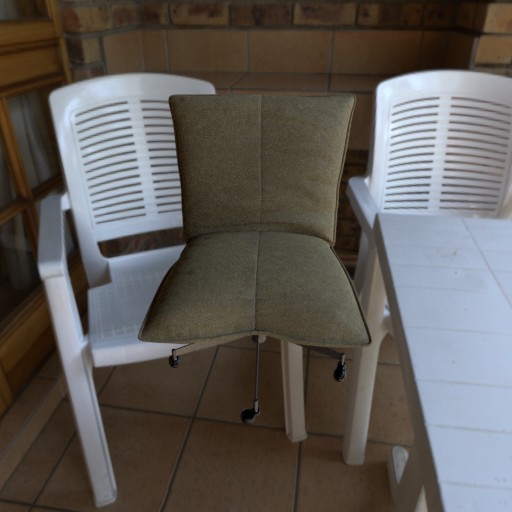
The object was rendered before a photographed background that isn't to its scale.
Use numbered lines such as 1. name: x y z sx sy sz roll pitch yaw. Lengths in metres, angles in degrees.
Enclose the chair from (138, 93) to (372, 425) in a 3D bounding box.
1. chair: 0.000 0.000 1.322 0.597 0.811 0.696 2 30 3
